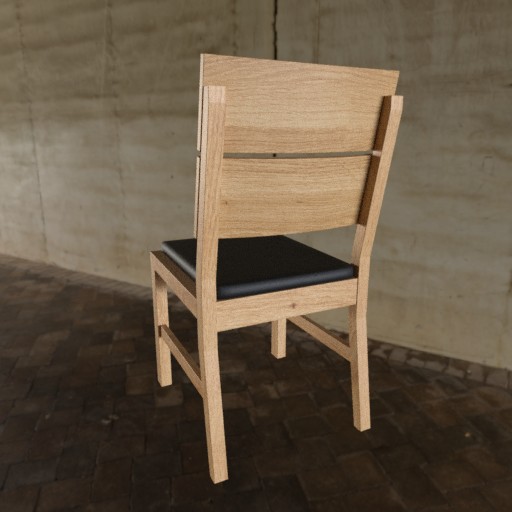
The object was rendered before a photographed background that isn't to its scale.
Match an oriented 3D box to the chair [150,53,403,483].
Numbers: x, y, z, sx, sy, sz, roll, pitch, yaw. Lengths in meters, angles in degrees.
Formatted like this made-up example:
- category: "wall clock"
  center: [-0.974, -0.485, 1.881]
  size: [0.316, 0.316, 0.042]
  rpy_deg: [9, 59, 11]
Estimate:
- category: "chair"
  center: [0.000, 0.000, 1.260]
  size: [0.475, 0.950, 0.569]
  rpy_deg: [-7, 16, -26]
